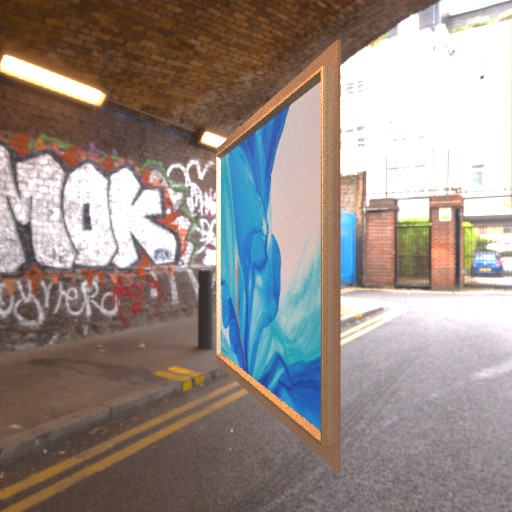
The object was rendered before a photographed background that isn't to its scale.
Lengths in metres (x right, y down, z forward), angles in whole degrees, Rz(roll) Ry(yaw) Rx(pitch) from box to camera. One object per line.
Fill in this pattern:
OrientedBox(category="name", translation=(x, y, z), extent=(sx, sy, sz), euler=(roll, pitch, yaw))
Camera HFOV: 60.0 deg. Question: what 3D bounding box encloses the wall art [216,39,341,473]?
OrientedBox(category="wall art", translation=(0.000, 0.000, 1.638), extent=(0.025, 1.067, 1.168), euler=(0, 0, -20))
